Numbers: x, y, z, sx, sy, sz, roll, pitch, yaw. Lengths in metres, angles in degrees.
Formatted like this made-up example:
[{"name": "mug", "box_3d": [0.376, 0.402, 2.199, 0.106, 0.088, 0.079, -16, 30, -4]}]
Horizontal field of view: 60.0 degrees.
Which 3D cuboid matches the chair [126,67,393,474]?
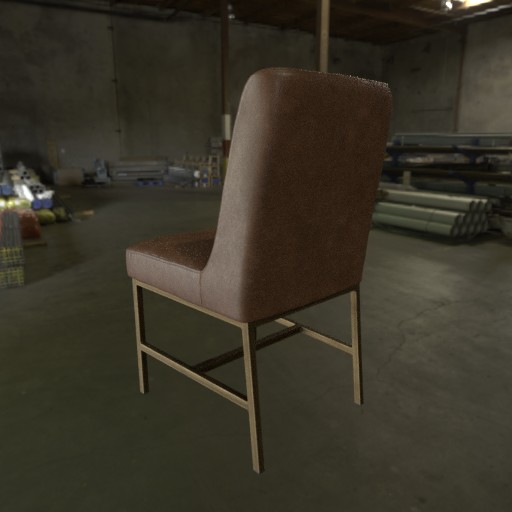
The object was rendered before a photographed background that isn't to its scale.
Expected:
[{"name": "chair", "box_3d": [0.000, 0.000, 1.237, 0.508, 0.889, 0.587, -13, 19, -42]}]
